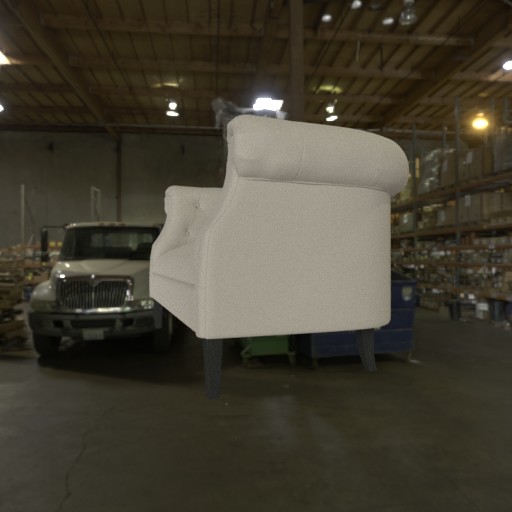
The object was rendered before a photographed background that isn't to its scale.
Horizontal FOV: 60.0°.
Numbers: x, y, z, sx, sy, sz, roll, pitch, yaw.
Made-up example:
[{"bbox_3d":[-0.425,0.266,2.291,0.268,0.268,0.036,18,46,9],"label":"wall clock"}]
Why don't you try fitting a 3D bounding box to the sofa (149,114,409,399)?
[{"bbox_3d":[0.000,0.000,2.039,0.835,0.827,1.558,0,0,-19],"label":"sofa"}]
